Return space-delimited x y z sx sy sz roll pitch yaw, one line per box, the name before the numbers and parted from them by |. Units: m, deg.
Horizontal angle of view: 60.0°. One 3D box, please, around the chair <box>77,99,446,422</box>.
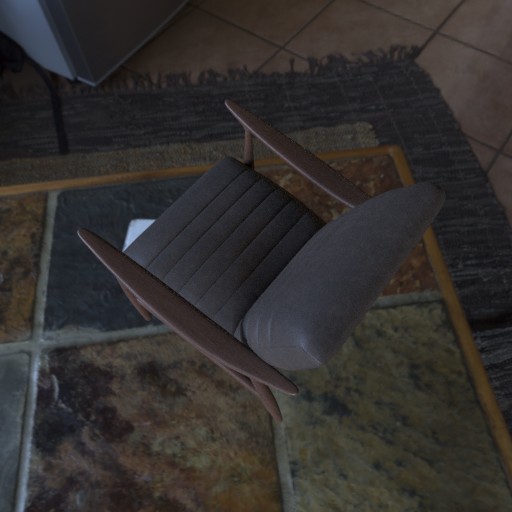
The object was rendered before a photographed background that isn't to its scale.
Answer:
chair | 0.000 0.000 1.463 0.798 0.831 0.741 35 68 17
